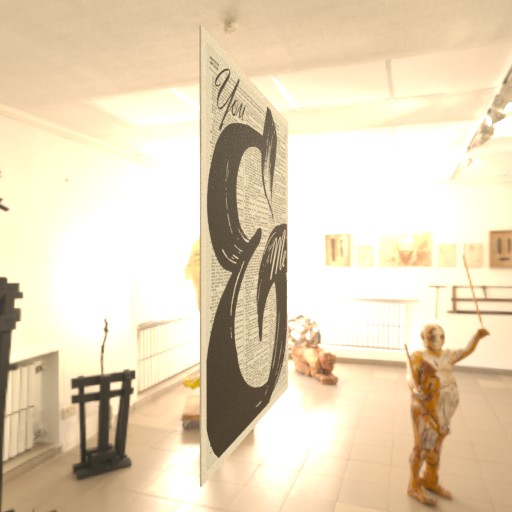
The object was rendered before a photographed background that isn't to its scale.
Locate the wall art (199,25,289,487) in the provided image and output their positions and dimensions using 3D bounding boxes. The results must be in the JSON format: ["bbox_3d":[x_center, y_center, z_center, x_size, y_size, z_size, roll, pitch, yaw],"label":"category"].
[{"bbox_3d":[0.000,0.000,0.801,0.003,0.609,0.457,0,0,19],"label":"wall art"}]
